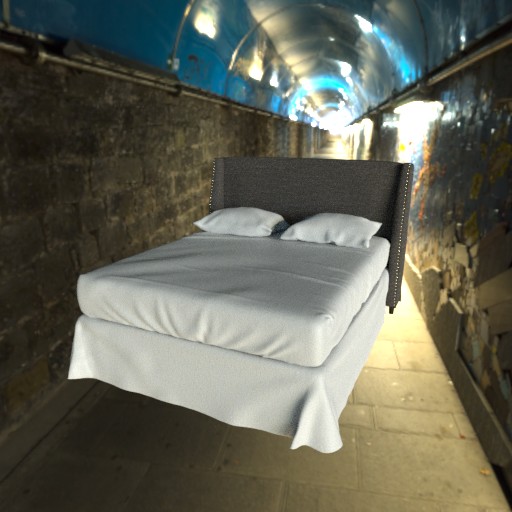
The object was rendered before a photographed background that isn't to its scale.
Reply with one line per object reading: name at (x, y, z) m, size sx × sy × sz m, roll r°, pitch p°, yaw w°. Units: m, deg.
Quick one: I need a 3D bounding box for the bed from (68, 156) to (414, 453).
bed at (0.000, 0.000, 3.354) m, size 1.925 × 1.332 × 2.276 m, roll 7°, pitch 18°, yaw 24°
